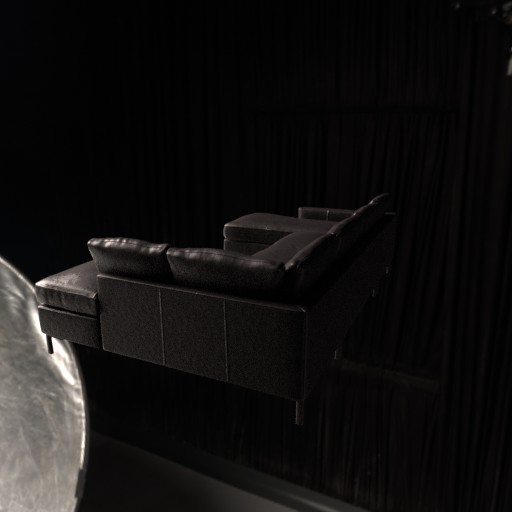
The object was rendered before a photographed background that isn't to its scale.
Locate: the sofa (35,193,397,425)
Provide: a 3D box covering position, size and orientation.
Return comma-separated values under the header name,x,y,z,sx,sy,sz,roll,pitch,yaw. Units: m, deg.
name,x,y,z,sx,sy,sz,roll,pitch,yaw
sofa,0.000,0.000,3.870,1.939,0.900,2.956,7,18,24
